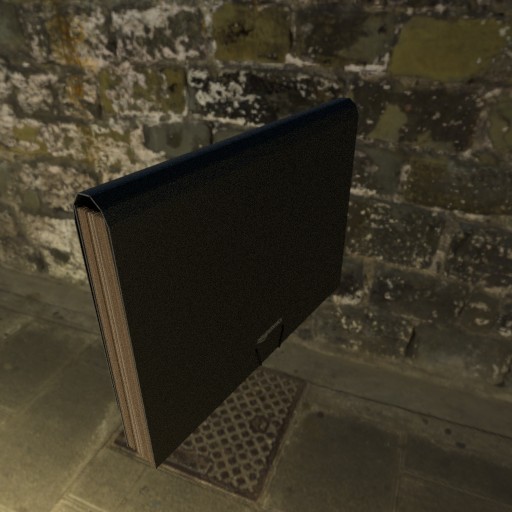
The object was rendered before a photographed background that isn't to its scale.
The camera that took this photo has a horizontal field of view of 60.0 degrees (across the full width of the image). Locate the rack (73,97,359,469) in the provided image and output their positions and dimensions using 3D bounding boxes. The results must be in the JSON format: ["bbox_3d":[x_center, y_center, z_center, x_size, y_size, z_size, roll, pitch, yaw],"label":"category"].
[{"bbox_3d":[0.000,0.000,0.428,0.041,0.241,0.330,21,37,30],"label":"rack"}]
